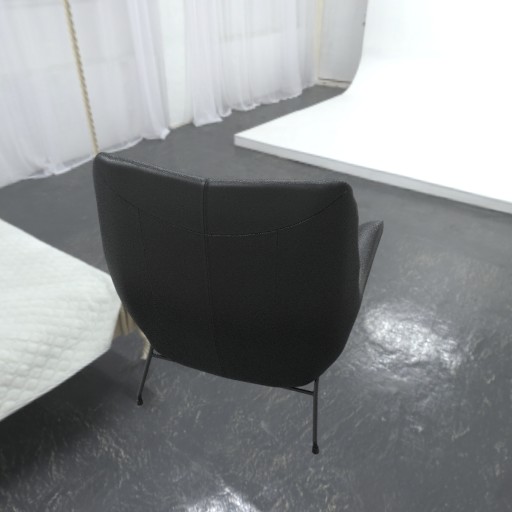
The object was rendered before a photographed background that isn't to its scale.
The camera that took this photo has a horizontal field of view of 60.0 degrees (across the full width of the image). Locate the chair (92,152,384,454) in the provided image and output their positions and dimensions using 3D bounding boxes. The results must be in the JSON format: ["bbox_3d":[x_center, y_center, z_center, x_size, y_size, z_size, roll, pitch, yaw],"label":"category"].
[{"bbox_3d":[0.000,0.000,1.575,0.836,0.922,0.826,9,33,15],"label":"chair"}]
